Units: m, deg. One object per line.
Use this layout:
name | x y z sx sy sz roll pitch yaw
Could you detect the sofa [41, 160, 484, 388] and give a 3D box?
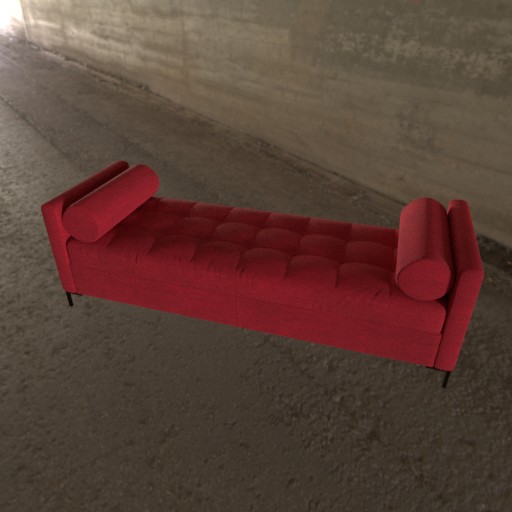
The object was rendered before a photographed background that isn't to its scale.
sofa | 0.000 0.000 2.313 1.981 0.635 0.686 9 33 15
